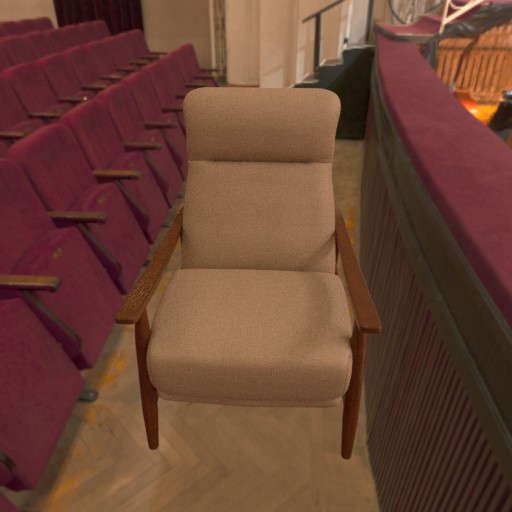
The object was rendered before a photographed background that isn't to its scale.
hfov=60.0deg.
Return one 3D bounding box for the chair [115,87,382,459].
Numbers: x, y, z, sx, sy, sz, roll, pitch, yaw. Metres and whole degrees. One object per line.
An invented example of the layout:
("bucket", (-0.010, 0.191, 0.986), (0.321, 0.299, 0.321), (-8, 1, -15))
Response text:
("chair", (0.000, 0.000, 1.732), (0.762, 1.082, 1.030), (2, 31, 3))
